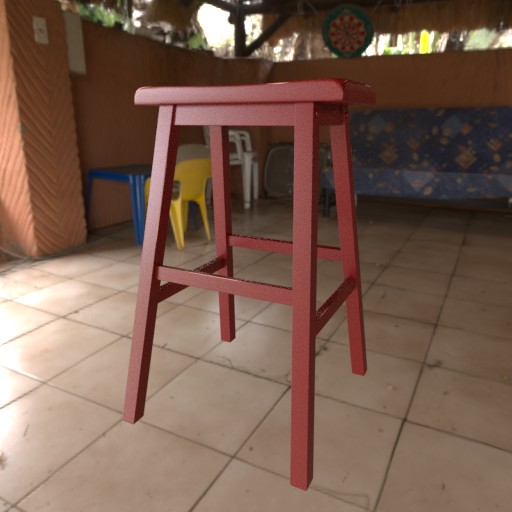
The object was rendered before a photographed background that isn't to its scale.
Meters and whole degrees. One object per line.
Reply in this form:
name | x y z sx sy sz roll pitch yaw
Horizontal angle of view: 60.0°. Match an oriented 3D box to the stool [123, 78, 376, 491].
stool | 0.000 0.000 1.030 0.457 0.737 0.476 8 19 26
